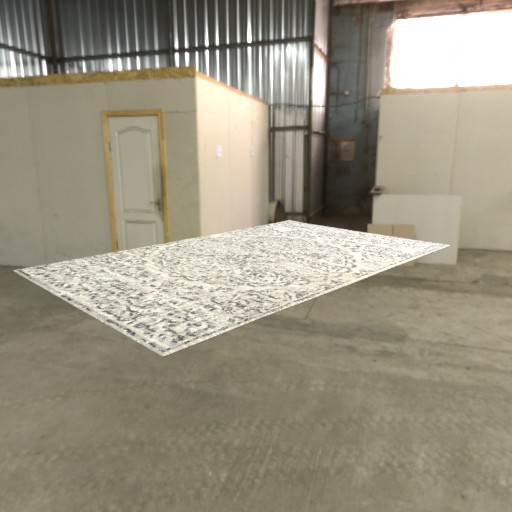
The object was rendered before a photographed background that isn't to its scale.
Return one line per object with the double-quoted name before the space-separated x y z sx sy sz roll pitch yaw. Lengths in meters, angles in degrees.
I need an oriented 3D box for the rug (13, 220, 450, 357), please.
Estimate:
"rug" 0.000 0.000 2.879 1.527 0.021 2.447 13 19 43
